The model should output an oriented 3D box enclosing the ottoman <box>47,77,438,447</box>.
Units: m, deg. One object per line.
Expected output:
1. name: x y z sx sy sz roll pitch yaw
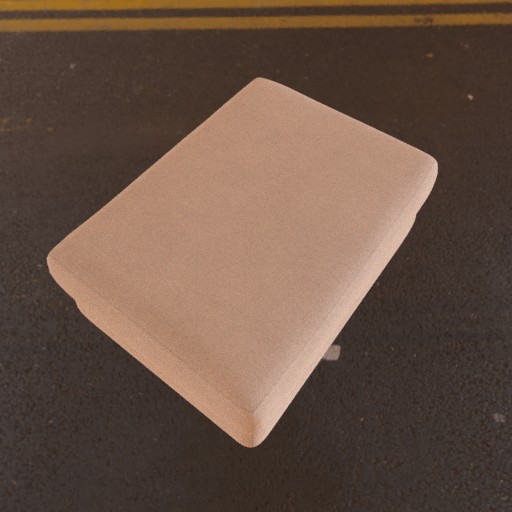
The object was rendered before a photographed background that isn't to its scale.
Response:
1. ottoman: 0.000 0.000 1.151 0.569 0.499 0.773 33 63 19
